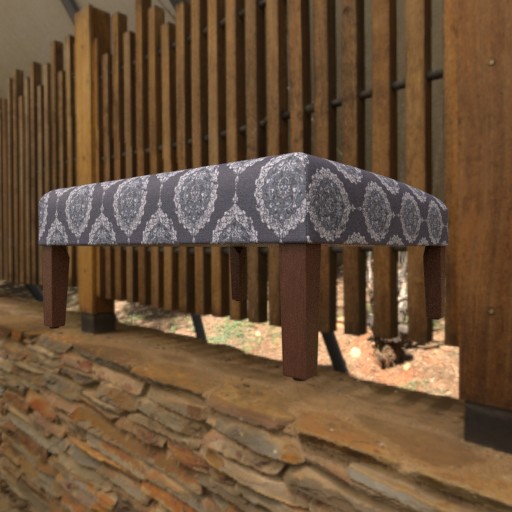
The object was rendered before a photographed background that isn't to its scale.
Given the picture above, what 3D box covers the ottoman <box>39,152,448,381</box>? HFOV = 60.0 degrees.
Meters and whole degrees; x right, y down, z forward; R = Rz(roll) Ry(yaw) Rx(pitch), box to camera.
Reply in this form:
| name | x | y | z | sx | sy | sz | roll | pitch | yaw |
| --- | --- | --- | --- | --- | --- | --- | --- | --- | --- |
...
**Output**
| name | x | y | z | sx | sy | sz | roll | pitch | yaw |
| --- | --- | --- | --- | --- | --- | --- | --- | --- | --- |
| ottoman | 0.000 | 0.000 | 1.342 | 0.889 | 0.409 | 0.890 | 1 | 1 | 37 |
